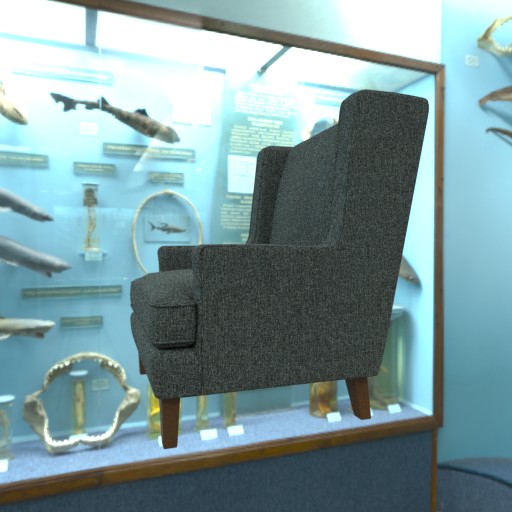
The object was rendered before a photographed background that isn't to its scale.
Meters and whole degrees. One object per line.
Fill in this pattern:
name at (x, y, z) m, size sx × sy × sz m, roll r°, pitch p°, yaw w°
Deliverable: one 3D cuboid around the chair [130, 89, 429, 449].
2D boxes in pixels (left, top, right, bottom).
chair at (0.000, 0.000, 1.781) m, size 0.927 × 1.082 × 0.942 m, roll 0°, pitch 1°, yaw -19°
